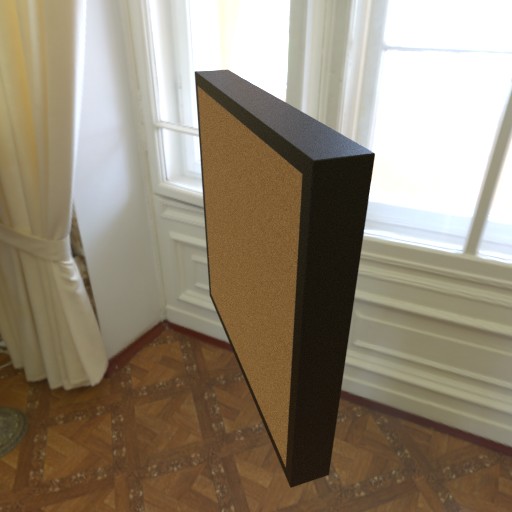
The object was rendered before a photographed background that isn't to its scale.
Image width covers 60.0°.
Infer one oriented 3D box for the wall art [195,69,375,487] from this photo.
[{"bbox_3d":[0.000,0.000,0.445,0.038,0.304,0.304,-10,33,-16],"label":"wall art"}]
